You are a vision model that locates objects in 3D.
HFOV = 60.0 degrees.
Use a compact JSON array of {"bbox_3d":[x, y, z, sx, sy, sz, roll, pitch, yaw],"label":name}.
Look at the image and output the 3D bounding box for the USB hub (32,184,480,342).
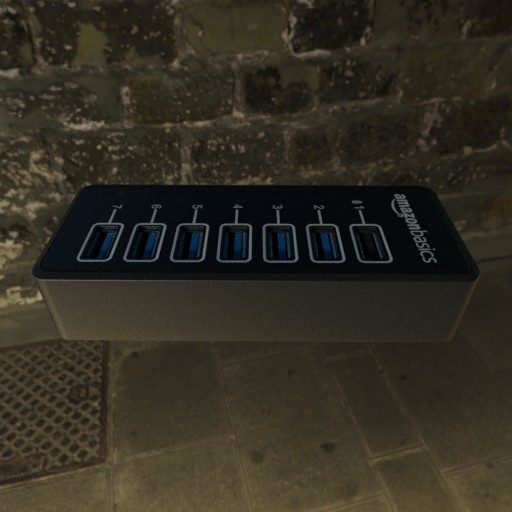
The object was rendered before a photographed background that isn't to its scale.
[{"bbox_3d":[0.000,0.000,0.129,0.110,0.023,0.044,0,40,0],"label":"USB hub"}]
